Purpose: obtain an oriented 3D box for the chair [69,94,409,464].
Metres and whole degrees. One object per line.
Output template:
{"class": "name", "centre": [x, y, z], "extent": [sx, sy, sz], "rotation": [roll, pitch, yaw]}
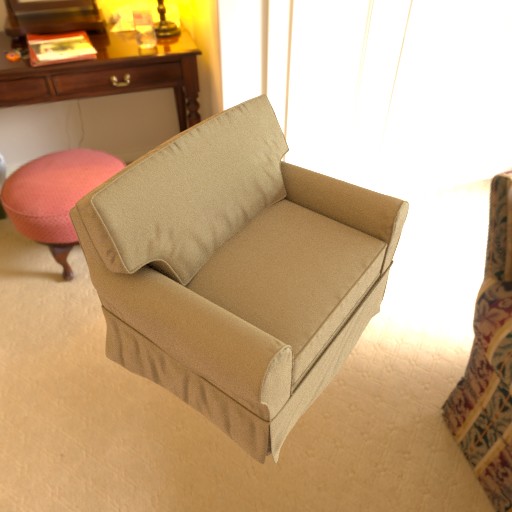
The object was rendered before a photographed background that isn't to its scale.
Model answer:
{"class": "chair", "centre": [0.000, 0.000, 1.822], "extent": [0.903, 0.937, 1.096], "rotation": [27, 49, 26]}
